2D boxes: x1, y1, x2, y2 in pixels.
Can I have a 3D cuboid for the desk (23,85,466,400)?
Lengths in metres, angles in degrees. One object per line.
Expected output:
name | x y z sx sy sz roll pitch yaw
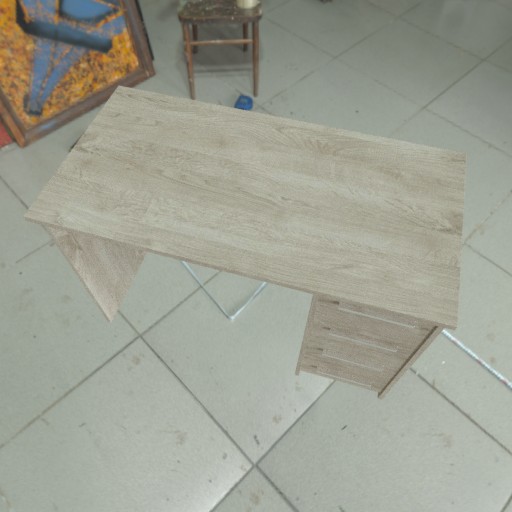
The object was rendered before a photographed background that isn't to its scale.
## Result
desk | 0.000 0.000 1.515 1.096 0.730 0.560 14 58 9
